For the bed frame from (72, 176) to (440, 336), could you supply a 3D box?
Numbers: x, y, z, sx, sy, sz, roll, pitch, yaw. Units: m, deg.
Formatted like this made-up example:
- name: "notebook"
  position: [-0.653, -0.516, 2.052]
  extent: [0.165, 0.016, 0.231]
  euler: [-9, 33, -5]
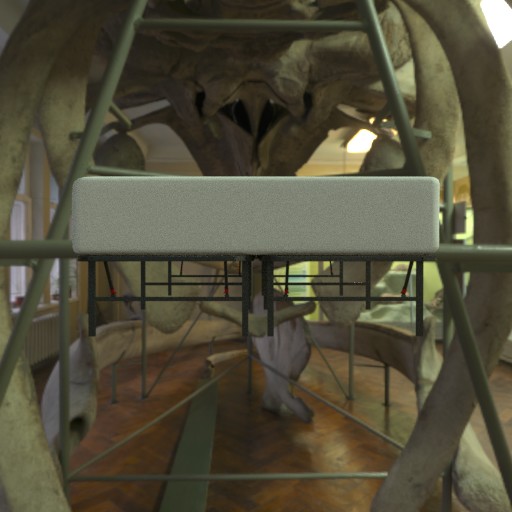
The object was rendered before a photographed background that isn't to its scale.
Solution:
- name: "bed frame"
  position: [0.000, 0.000, 2.802]
  extent: [1.528, 0.677, 2.037]
  euler: [0, 1, 0]
